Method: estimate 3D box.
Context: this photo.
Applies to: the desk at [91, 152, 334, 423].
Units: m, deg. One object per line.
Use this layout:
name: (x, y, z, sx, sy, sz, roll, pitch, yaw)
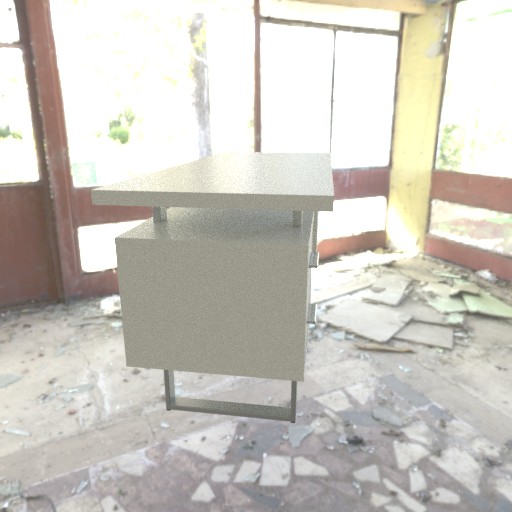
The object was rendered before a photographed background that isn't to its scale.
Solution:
desk: (0.000, 0.000, 1.903, 0.603, 0.773, 1.530, 3, 17, 8)
